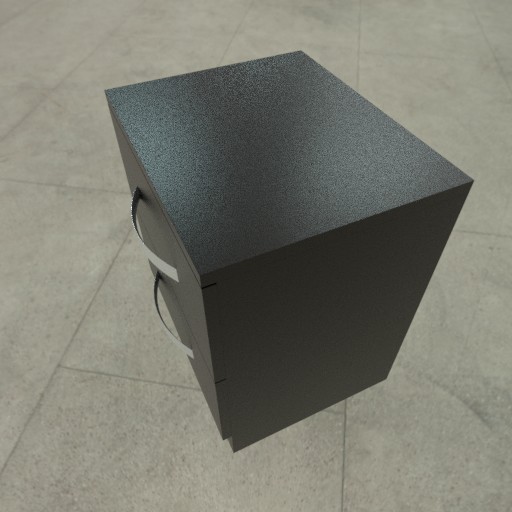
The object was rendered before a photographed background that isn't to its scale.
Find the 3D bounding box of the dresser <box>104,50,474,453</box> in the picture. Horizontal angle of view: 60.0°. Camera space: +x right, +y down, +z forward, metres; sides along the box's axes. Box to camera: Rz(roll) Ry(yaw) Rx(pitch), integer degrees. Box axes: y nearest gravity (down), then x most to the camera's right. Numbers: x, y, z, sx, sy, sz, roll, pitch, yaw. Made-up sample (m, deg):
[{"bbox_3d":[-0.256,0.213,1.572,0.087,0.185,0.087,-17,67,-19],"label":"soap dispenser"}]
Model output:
[{"bbox_3d":[0.000,0.000,0.746,0.360,0.470,0.400,-19,50,-17],"label":"dresser"}]
